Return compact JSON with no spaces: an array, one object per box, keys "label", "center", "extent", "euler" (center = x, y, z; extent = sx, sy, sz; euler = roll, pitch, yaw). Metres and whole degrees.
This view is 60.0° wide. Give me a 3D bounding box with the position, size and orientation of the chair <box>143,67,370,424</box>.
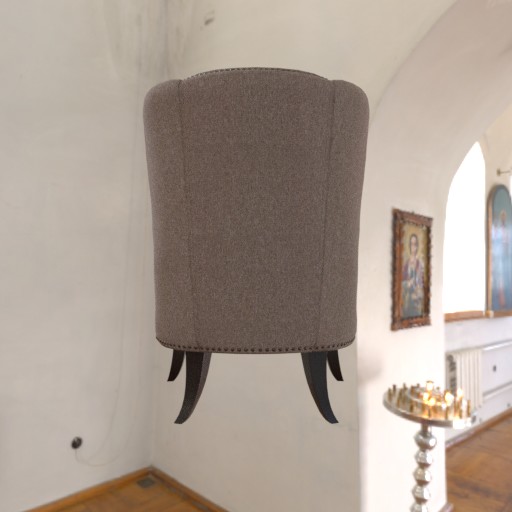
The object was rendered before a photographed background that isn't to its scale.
[{"label":"chair","center":[0.000,0.000,1.597],"extent":[0.759,1.060,0.758],"euler":[0,-1,0]}]
